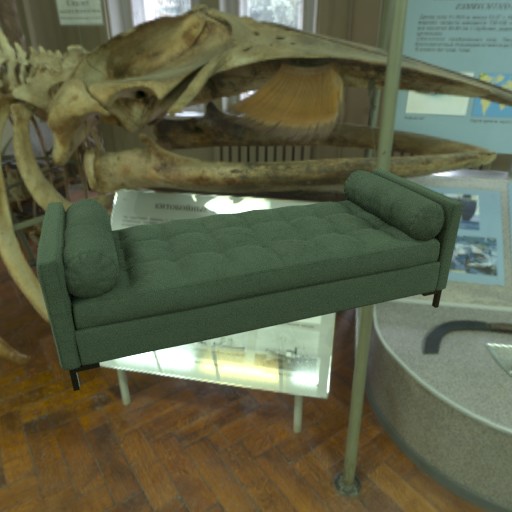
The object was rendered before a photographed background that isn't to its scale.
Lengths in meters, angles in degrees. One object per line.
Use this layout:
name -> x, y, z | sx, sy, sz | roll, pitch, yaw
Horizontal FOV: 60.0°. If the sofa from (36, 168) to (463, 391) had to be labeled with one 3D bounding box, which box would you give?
sofa -> 0.000, 0.000, 2.504 | 2.130, 0.681, 0.817 | -9, 27, -18
